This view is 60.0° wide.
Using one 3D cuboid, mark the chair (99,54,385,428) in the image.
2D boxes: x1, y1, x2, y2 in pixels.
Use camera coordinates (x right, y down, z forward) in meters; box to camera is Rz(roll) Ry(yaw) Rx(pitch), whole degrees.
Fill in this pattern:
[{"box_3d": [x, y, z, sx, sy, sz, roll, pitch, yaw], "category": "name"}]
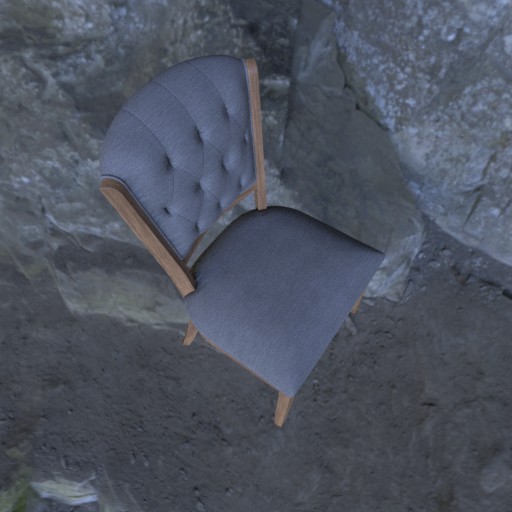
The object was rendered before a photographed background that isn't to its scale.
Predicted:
[{"box_3d": [0.000, 0.000, 1.238, 0.584, 0.905, 0.513, 31, 63, 18], "category": "chair"}]
